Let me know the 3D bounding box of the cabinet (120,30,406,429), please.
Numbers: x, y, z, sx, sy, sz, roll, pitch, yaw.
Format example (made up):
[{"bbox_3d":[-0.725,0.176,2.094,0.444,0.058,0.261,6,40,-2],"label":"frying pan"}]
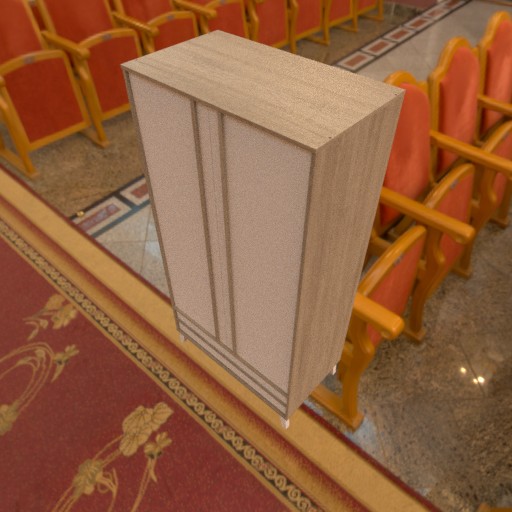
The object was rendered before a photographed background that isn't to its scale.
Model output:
[{"bbox_3d":[0.000,0.000,2.460,1.006,1.999,0.571,32,53,28],"label":"cabinet"}]
